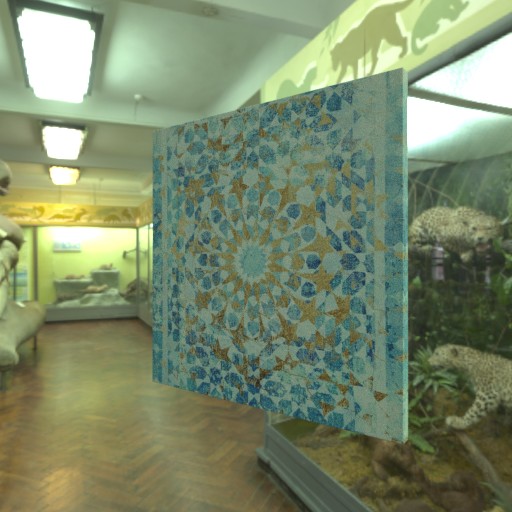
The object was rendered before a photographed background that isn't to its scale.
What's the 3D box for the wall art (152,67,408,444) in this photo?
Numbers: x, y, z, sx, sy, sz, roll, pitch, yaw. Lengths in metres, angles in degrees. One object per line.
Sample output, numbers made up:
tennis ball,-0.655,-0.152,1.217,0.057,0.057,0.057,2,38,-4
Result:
wall art,0.000,0.000,1.362,0.916,0.916,0.040,0,0,37
